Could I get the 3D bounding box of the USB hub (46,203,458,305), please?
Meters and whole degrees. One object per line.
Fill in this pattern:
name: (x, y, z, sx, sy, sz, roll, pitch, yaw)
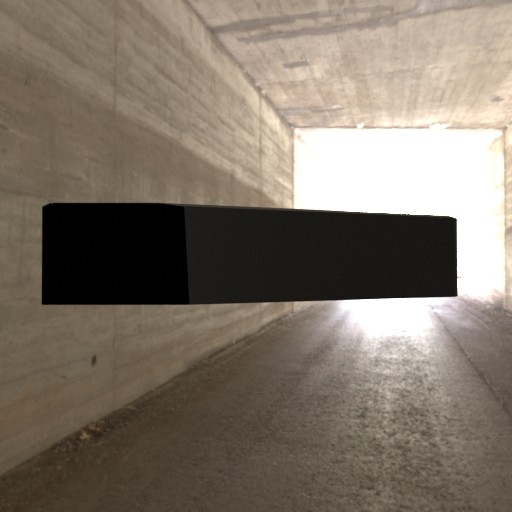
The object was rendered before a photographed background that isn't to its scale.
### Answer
USB hub: (0.000, 0.000, 0.129, 0.110, 0.023, 0.044, 0, -1, -19)
